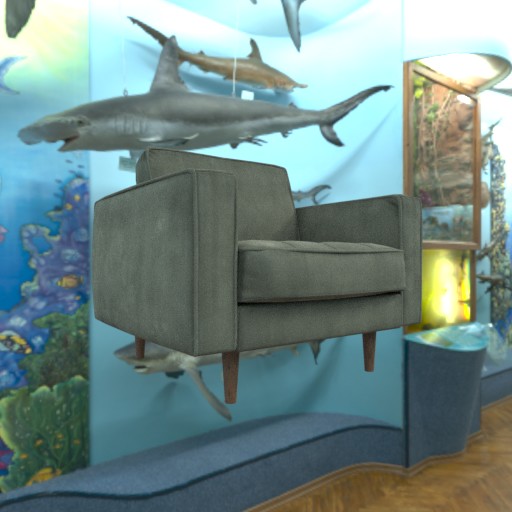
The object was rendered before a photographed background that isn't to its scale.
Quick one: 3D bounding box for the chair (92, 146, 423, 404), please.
[{"bbox_3d":[0.000,0.000,1.550,0.928,0.773,0.843,0,0,-36],"label":"chair"}]
